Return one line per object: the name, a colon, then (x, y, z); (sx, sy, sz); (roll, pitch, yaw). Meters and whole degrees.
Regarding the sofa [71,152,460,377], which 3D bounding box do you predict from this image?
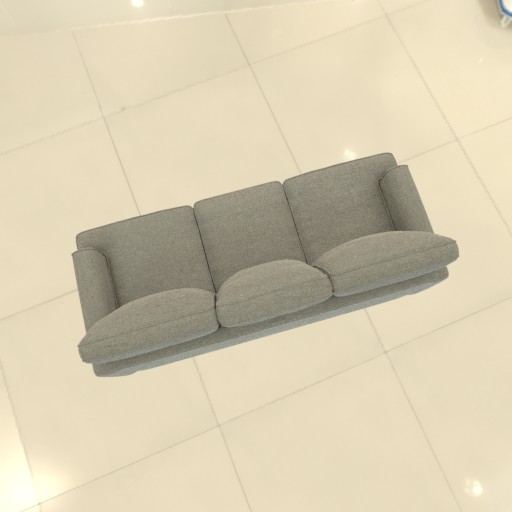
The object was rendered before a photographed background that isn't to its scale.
sofa: (0.000, 0.000, 2.760); (2.158, 0.965, 0.951); (-15, 77, -4)
